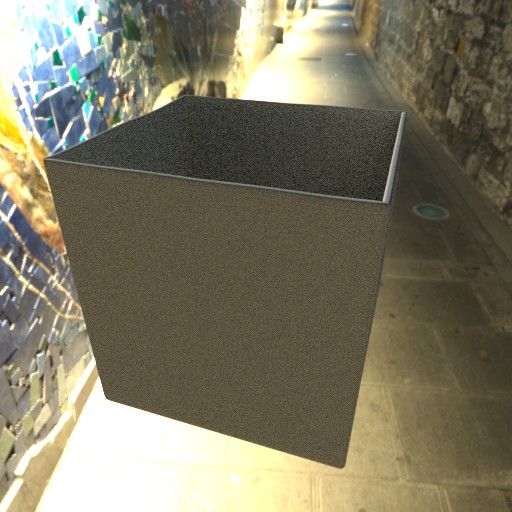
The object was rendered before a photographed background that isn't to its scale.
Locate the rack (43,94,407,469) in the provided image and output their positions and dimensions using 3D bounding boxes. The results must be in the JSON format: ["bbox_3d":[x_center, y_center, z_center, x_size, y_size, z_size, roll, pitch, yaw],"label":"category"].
[{"bbox_3d":[0.000,0.000,0.490,0.270,0.280,0.270,10,33,16],"label":"rack"}]
